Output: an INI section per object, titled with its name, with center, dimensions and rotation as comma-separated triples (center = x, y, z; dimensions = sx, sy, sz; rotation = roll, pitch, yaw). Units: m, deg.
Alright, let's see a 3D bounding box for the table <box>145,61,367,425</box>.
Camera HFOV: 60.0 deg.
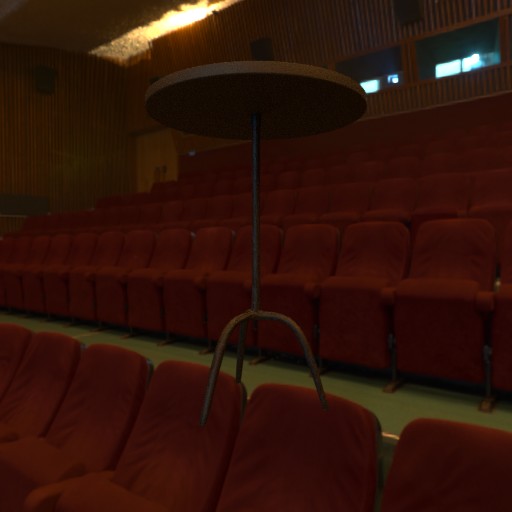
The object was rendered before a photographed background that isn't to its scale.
[table]
center = 0.000, 0.000, 1.041
dimensions = 0.502, 0.700, 0.502
rotation = 1, 2, 37
